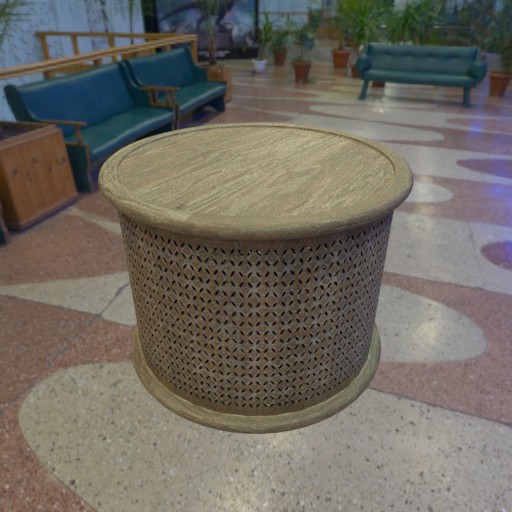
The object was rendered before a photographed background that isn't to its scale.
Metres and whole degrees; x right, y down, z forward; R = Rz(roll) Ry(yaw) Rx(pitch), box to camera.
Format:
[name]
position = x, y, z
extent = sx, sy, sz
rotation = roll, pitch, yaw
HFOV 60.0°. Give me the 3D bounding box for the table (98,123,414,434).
[table]
position = 0.000, 0.000, 1.000
extent = 0.607, 0.450, 0.607
rotation = 0, 30, 0
